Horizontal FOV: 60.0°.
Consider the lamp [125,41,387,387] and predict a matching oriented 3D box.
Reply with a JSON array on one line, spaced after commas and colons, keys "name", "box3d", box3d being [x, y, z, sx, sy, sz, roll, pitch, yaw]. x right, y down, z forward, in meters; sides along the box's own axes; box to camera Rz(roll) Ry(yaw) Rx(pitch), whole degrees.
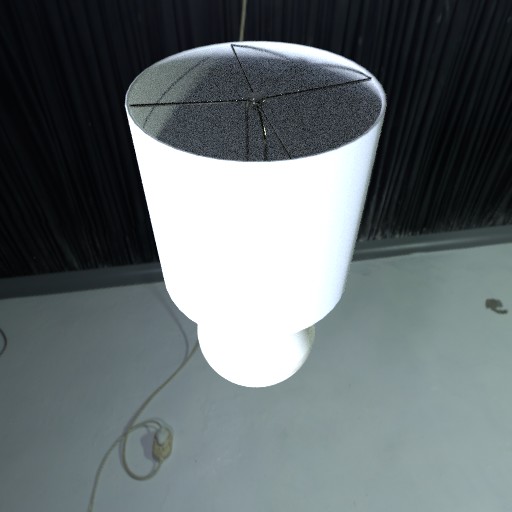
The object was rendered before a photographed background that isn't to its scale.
[{"name": "lamp", "box3d": [0.000, 0.000, 0.519, 0.217, 0.404, 0.217, -10, 47, -9]}]
